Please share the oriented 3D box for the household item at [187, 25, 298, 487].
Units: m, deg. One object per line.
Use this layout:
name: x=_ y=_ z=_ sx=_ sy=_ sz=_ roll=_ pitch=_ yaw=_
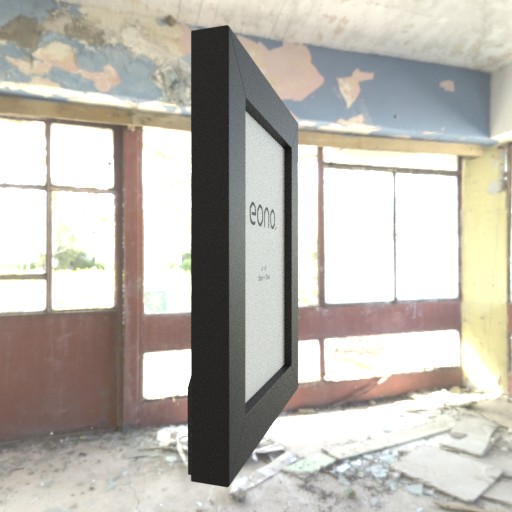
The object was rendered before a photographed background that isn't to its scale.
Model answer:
household item: x=0.000 y=0.000 z=0.236 sx=0.022 sy=0.178 sz=0.133 roll=0 pitch=0 yaw=17
